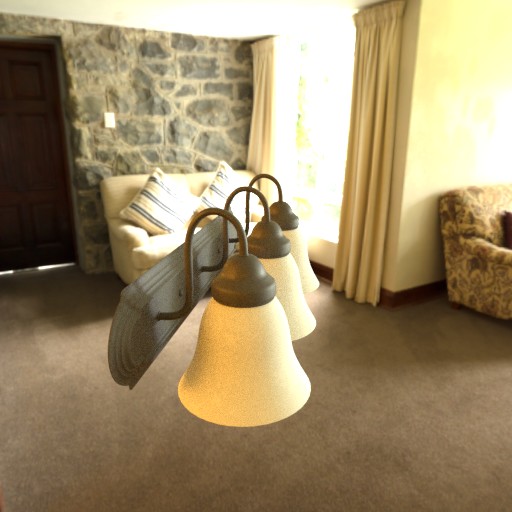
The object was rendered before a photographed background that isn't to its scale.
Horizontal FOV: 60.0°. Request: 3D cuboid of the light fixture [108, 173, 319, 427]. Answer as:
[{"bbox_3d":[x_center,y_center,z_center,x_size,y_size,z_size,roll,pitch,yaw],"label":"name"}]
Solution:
[{"bbox_3d":[0.000,0.000,0.708,0.199,0.222,0.610,3,16,9],"label":"light fixture"}]
